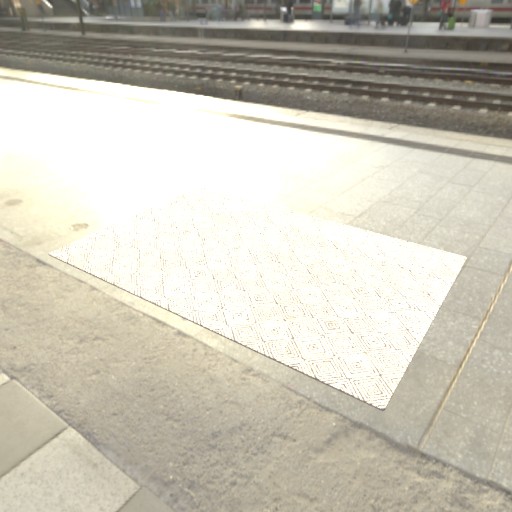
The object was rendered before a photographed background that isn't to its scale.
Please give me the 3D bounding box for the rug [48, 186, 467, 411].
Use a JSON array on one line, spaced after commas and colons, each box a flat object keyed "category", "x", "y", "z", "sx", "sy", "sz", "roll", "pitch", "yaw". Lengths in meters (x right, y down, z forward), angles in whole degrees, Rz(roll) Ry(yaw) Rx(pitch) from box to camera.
[{"category": "rug", "x": 0.000, "y": 0.000, "z": 2.256, "sx": 1.783, "sy": 0.008, "sz": 1.175, "roll": 19, "pitch": 35, "yaw": 29}]
